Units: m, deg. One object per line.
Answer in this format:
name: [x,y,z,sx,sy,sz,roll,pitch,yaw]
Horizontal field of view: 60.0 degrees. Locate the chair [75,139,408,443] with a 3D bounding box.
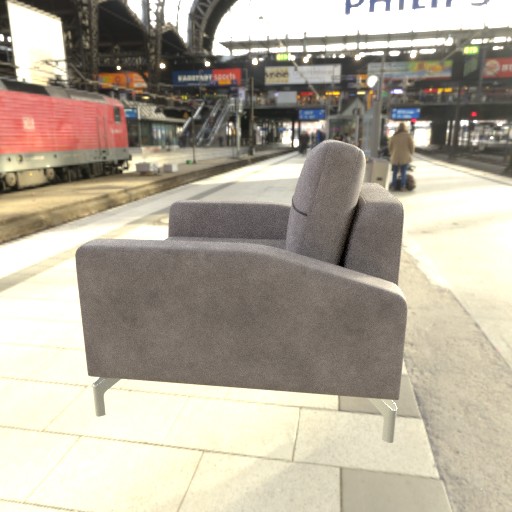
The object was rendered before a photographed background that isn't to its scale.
chair: [0.000,0.000,1.583,0.900,0.800,0.900,2,15,8]
